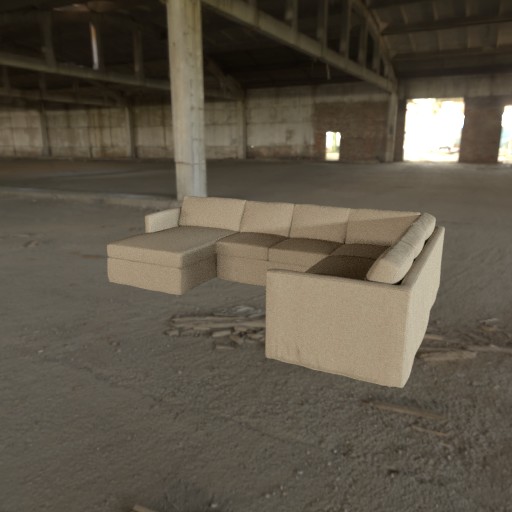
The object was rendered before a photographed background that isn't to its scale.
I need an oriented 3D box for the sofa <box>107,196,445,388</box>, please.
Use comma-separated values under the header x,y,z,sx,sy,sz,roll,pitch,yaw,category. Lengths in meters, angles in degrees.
x,y,z,sx,sy,sz,roll,pitch,yaw,category
0.000,0.000,4.671,3.528,0.878,2.476,7,17,26,sofa
